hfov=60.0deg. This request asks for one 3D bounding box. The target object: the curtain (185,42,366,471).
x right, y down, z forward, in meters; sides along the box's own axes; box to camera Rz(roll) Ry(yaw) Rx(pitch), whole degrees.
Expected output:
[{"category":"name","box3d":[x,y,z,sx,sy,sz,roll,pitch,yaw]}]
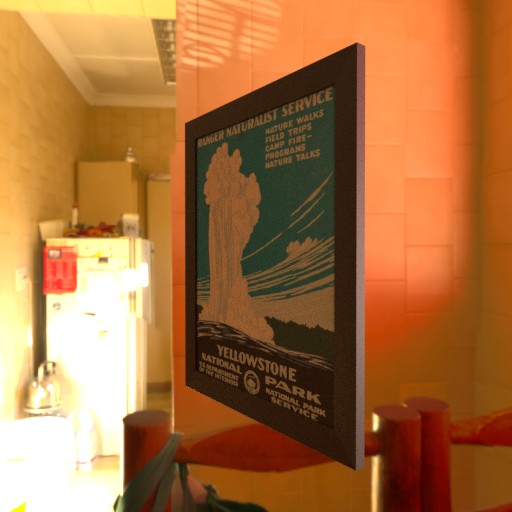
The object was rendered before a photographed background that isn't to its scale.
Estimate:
[{"category":"curtain","box3d":[0.000,0.000,0.804,0.027,0.585,0.483,-1,1,-38]}]
